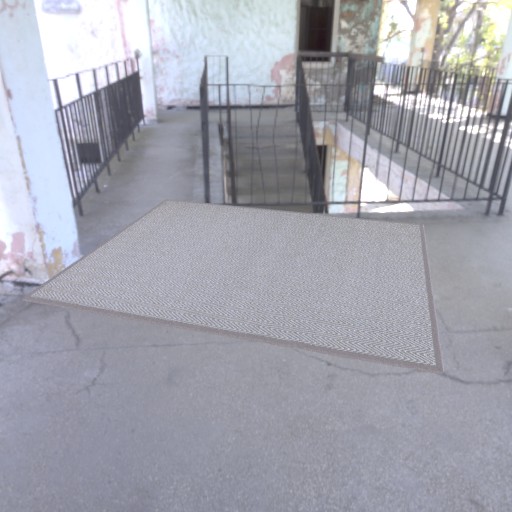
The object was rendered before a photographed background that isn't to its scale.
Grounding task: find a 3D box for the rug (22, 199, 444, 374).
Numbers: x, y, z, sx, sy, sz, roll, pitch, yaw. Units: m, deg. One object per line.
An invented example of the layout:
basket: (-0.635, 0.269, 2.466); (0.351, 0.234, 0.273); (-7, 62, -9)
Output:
rug: (0.000, 0.000, 4.030); (3.007, 0.032, 2.434); (7, 27, 14)
